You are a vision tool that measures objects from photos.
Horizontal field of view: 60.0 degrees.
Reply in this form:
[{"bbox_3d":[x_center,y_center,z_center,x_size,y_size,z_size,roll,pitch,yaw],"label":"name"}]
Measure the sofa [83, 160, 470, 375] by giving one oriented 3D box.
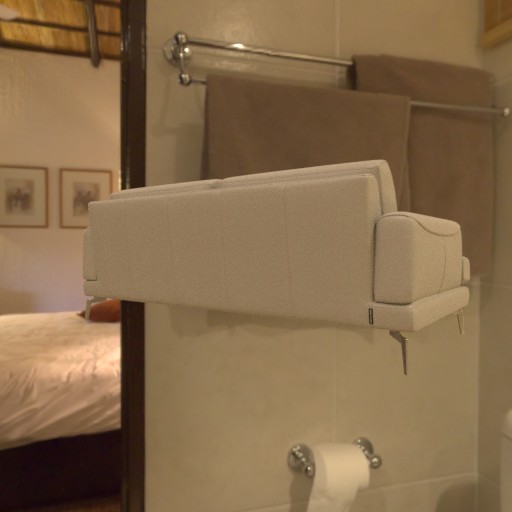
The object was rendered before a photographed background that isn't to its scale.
[{"bbox_3d":[0.000,0.000,2.370,1.940,0.765,0.974,1,2,36],"label":"sofa"}]
